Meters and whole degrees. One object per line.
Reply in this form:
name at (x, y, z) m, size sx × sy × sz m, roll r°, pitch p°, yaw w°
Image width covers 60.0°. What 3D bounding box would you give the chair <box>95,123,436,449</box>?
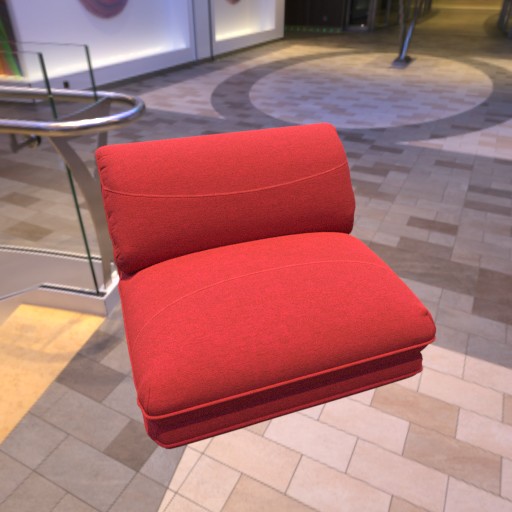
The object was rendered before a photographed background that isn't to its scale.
chair at (0.000, 0.000, 1.334) m, size 0.820 × 0.580 × 0.780 m, roll -11°, pitch 34°, yaw -16°
